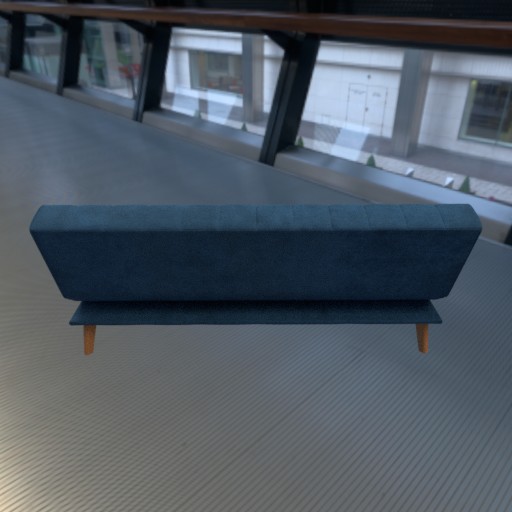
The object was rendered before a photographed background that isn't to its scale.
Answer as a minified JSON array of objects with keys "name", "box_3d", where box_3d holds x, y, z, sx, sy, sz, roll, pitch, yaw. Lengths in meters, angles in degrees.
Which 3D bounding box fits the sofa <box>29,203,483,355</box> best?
[{"name":"sofa","box_3d":[0.000,0.000,2.305,1.804,0.813,0.855,0,29,0]}]
